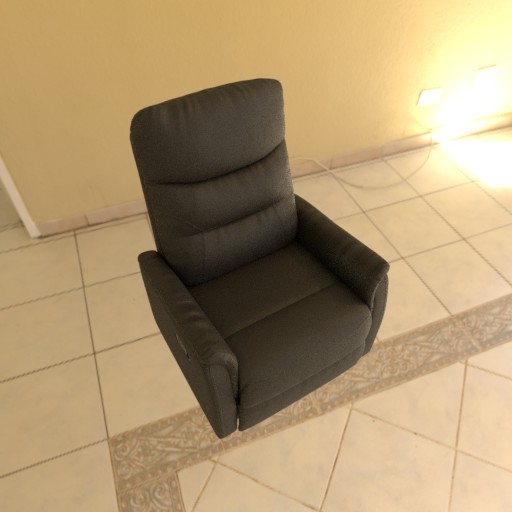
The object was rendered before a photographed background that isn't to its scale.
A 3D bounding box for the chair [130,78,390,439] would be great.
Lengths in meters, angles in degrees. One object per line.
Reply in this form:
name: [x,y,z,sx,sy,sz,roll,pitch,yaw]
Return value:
chair: [0.000,0.000,1.683,0.775,1.082,0.831,-24,51,-21]
